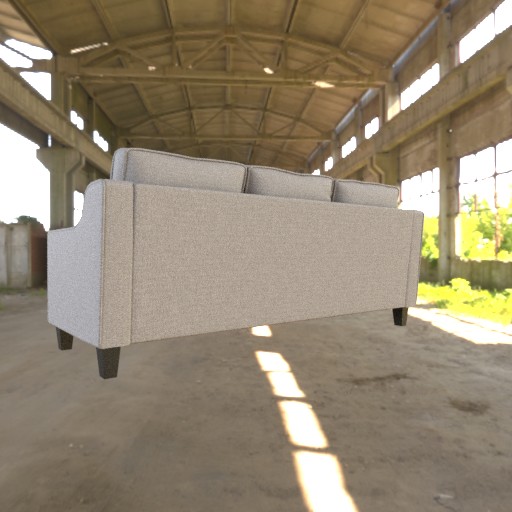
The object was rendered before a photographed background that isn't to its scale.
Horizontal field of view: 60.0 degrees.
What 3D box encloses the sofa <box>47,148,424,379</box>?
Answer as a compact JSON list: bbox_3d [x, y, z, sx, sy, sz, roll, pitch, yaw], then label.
[{"bbox_3d":[0.000,0.000,2.636,2.129,0.950,0.899,-1,1,-38],"label":"sofa"}]
